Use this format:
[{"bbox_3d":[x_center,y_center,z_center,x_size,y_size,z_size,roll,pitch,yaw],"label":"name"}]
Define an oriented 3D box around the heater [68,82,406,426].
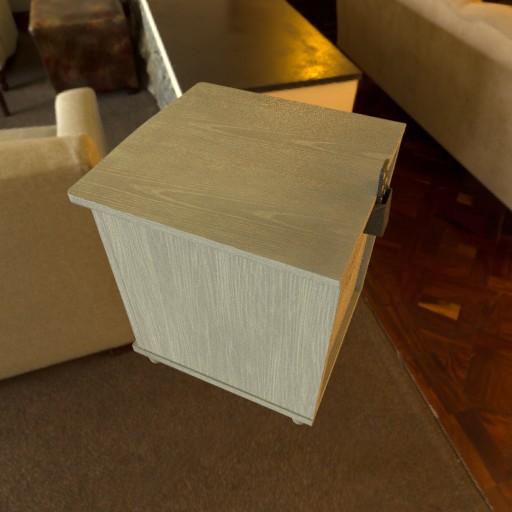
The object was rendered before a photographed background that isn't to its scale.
[{"bbox_3d":[0.000,0.000,0.783,0.400,0.481,0.362,18,48,17],"label":"heater"}]
